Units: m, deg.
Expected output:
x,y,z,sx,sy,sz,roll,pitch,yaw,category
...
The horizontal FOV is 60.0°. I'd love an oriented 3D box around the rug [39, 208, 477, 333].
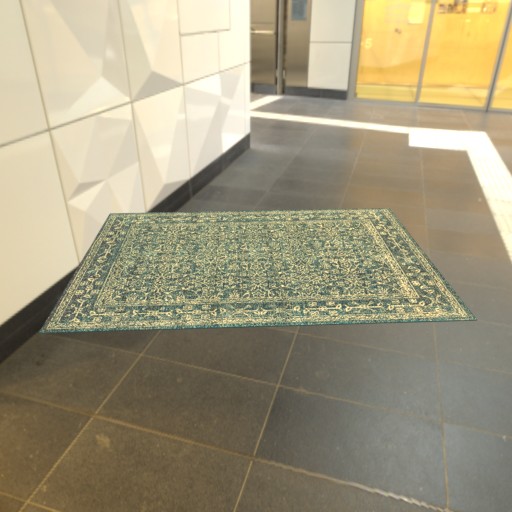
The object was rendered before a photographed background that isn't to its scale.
x,y,z,sx,sy,sz,roll,pitch,yaw,category
0.000,0.000,2.355,1.819,0.005,1.200,-1,29,-2,rug
